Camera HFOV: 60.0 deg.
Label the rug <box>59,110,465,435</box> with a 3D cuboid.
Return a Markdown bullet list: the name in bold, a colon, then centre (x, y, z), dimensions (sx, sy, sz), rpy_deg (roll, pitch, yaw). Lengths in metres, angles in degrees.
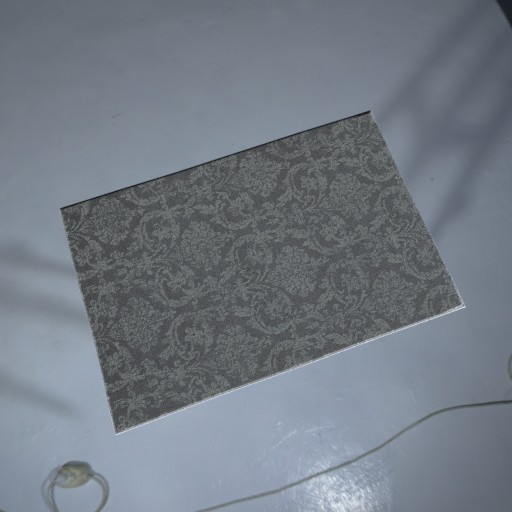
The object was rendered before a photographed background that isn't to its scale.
- **rug**: centre (0.000, 0.000, 3.485), dimensions (2.746, 0.018, 1.819), rpy_deg (-19, 75, -5)
